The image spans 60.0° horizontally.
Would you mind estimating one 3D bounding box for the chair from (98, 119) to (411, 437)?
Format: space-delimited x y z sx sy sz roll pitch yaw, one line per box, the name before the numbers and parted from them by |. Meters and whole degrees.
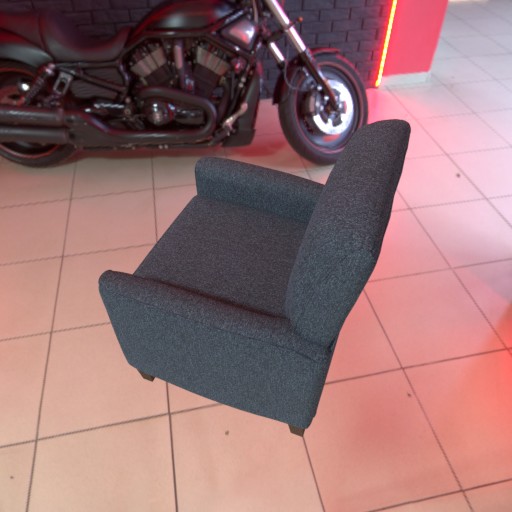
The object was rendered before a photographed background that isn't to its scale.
chair | 0.000 0.000 1.645 0.850 1.016 0.839 15 47 15
